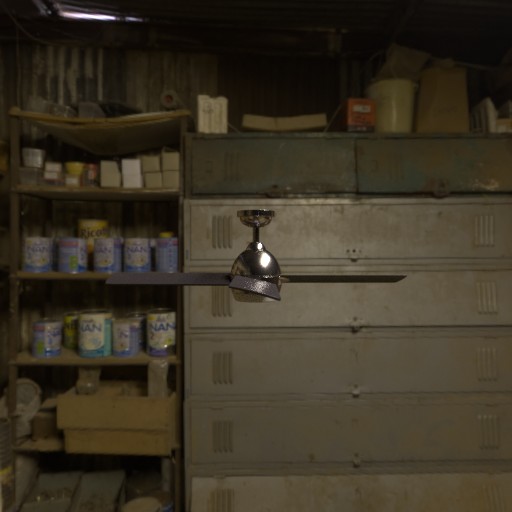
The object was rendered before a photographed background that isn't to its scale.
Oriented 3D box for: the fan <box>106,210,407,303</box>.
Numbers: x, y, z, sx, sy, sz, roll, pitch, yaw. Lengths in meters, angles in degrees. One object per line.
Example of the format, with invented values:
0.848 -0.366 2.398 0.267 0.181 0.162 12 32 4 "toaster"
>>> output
0.000 0.000 2.003 1.332 0.403 1.332 0 1 0 "fan"
